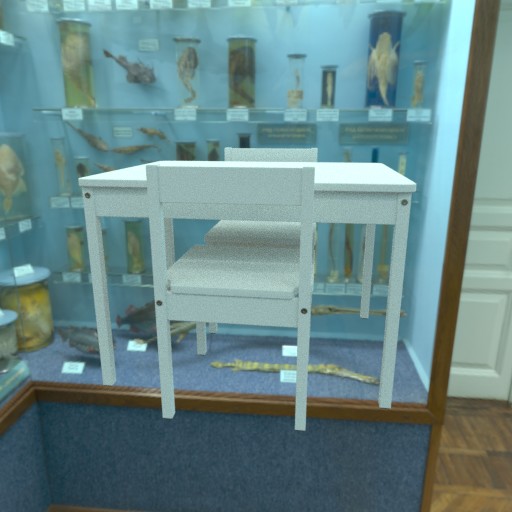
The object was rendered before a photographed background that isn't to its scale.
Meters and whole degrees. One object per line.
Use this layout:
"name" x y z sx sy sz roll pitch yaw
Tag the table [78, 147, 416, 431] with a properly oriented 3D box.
"table" 0.000 0.000 1.121 0.650 0.503 0.672 2 16 8
